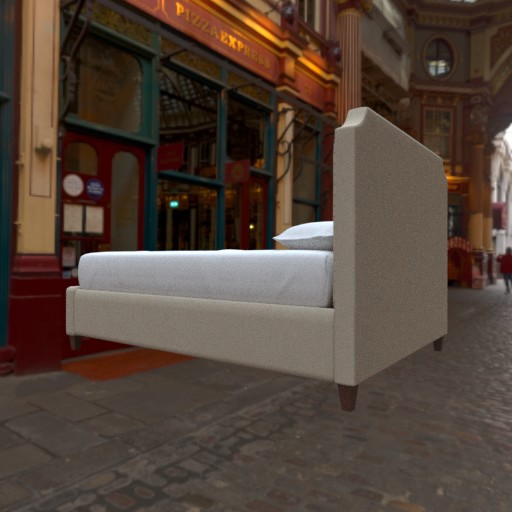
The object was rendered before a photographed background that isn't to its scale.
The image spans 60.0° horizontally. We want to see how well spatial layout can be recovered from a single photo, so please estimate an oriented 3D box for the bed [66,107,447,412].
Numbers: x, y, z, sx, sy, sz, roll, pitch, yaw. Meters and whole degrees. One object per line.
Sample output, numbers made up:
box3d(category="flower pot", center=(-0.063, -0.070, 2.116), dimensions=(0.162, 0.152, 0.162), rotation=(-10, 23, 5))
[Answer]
box3d(category="bed", center=(0.000, 0.000, 3.335), dimensions=(2.329, 1.415, 1.703), rotation=(0, 0, 36))
